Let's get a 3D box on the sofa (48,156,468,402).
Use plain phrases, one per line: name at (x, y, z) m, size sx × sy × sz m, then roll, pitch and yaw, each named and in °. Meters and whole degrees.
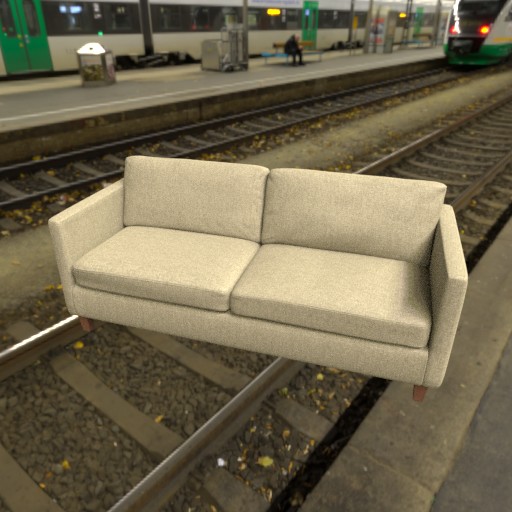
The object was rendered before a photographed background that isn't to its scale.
sofa at (0.000, 0.000, 2.684) m, size 2.208 × 0.960 × 0.956 m, roll 8°, pitch 29°, yaw 15°
